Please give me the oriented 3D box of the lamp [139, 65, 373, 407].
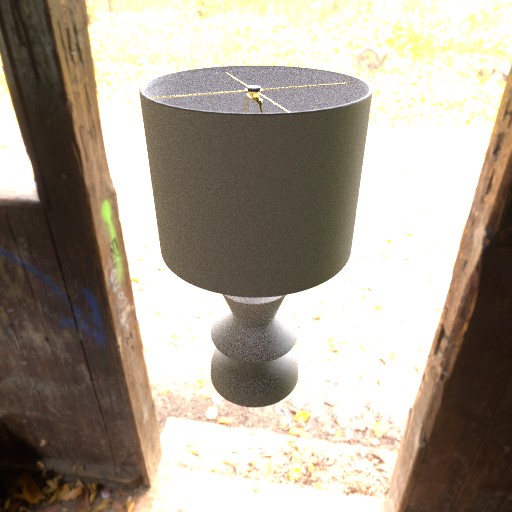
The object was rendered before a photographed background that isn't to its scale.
[{"bbox_3d":[0.000,0.000,0.724,0.301,0.533,0.301,-11,34,-16],"label":"lamp"}]
